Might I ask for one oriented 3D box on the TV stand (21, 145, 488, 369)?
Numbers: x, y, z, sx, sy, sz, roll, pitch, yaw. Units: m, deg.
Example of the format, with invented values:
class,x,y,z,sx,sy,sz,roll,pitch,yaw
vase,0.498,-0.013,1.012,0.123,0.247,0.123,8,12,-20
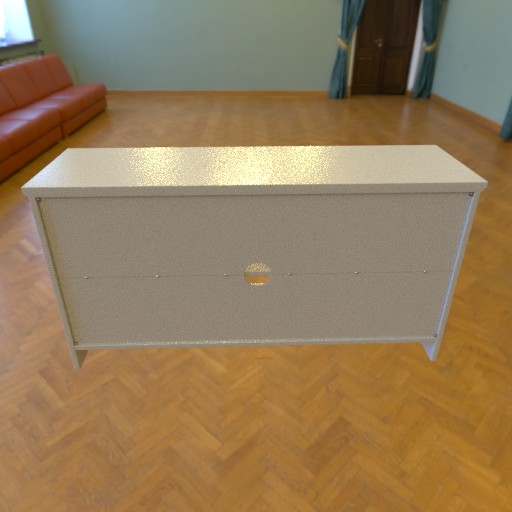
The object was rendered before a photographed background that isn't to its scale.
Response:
class,x,y,z,sx,sy,sz,roll,pitch,yaw
TV stand,0.000,0.000,1.404,1.167,0.603,0.344,-1,30,-2
